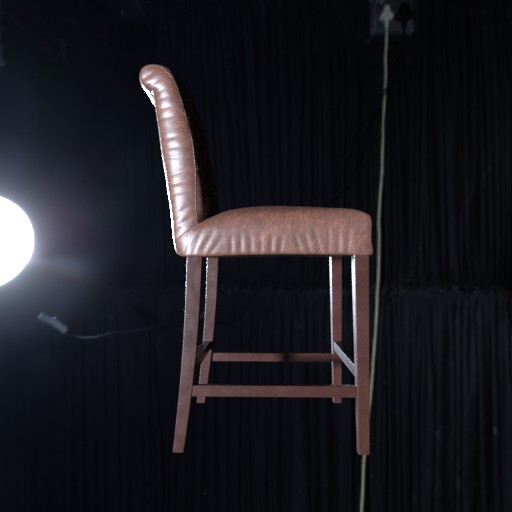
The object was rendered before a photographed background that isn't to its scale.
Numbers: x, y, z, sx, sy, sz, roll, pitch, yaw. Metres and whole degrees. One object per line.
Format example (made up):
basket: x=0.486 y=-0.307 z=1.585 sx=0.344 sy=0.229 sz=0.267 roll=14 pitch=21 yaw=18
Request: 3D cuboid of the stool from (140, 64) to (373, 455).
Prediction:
stool: x=0.000 y=0.000 z=1.446 sx=0.660 sy=1.084 sz=0.486 roll=0 pitch=-1 yaw=1
